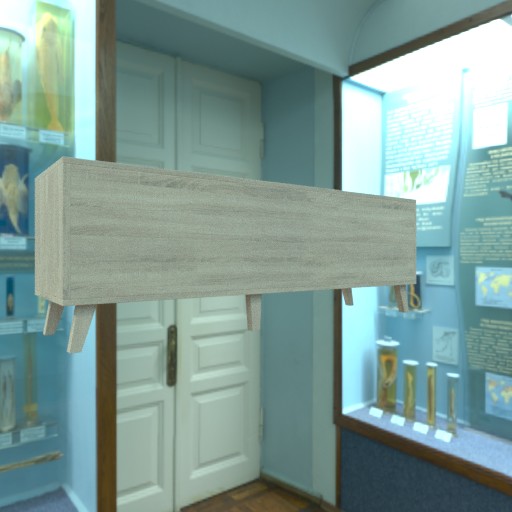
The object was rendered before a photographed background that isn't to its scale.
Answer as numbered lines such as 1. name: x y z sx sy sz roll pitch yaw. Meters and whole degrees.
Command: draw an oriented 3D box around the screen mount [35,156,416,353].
1. screen mount: 0.000 0.000 1.730 1.500 0.510 0.400 0 0 -36
